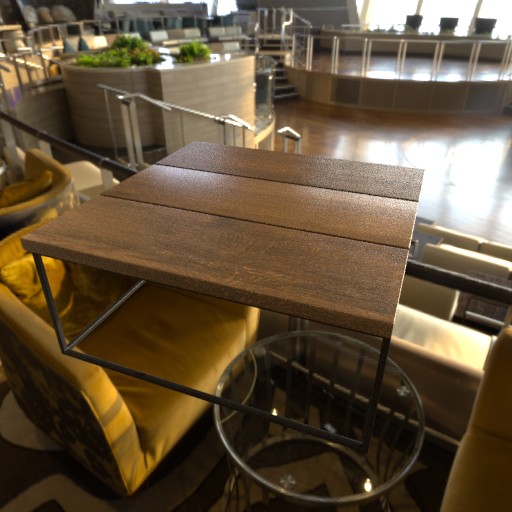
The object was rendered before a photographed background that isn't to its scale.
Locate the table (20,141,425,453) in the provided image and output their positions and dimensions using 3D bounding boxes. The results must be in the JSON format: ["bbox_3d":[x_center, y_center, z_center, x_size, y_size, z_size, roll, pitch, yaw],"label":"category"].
[{"bbox_3d":[0.000,0.000,1.415,0.900,0.400,0.900,11,32,19],"label":"table"}]
